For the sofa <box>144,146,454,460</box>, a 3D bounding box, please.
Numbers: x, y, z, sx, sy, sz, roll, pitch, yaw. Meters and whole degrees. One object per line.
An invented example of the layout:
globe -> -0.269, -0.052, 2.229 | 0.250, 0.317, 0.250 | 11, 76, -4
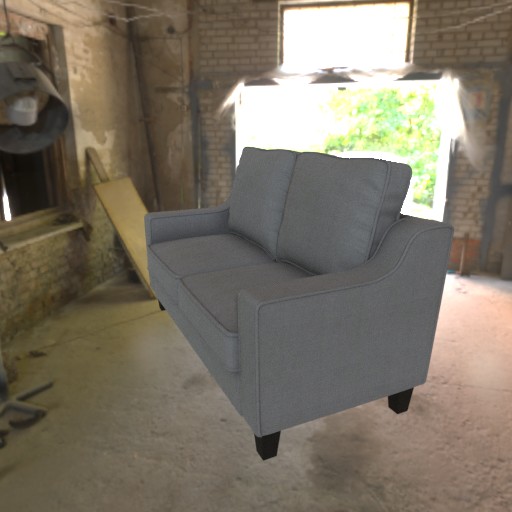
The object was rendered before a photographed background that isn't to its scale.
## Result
sofa -> 0.000, 0.000, 2.060 | 0.791, 0.948, 1.500 | -8, 18, -24
